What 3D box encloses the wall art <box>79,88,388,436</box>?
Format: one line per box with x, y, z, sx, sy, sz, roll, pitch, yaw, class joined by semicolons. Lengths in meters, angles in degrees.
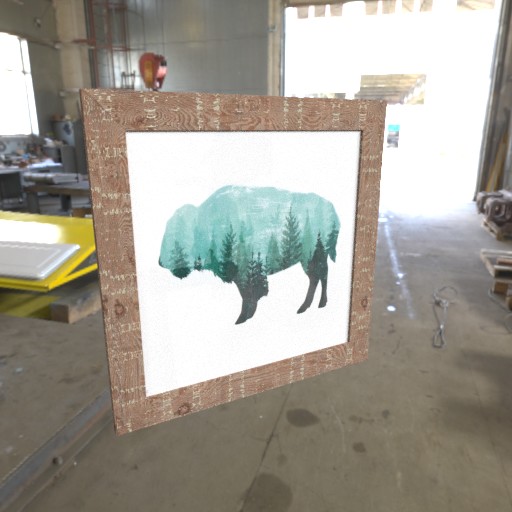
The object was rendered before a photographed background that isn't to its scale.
0.000;0.000;0.559;0.380;0.380;0.022;-8;18;-27;wall art
